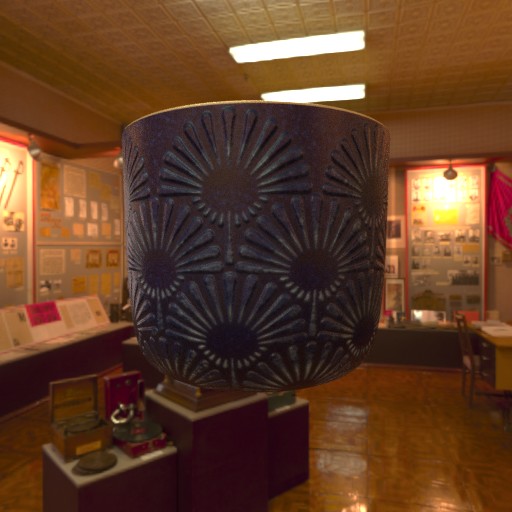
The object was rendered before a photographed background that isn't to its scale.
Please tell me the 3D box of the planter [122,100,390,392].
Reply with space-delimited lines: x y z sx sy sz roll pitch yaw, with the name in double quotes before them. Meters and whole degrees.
"planter" 0.000 0.000 0.214 0.124 0.109 0.124 0 1 0
